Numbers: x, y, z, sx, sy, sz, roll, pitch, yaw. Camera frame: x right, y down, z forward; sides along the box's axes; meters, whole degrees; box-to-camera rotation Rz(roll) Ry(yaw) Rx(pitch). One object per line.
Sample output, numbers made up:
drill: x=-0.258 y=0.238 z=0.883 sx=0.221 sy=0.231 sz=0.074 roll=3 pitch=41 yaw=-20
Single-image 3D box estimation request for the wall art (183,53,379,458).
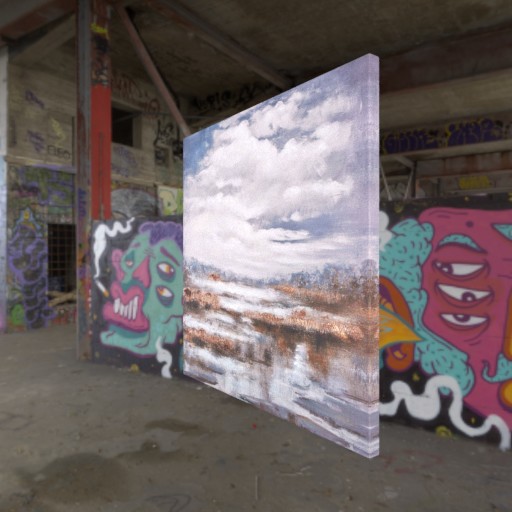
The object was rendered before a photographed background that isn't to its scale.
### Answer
wall art: x=0.000 y=0.000 z=1.344 sx=0.035 sy=0.897 sz=0.888 roll=0 pitch=0 yaw=-37
